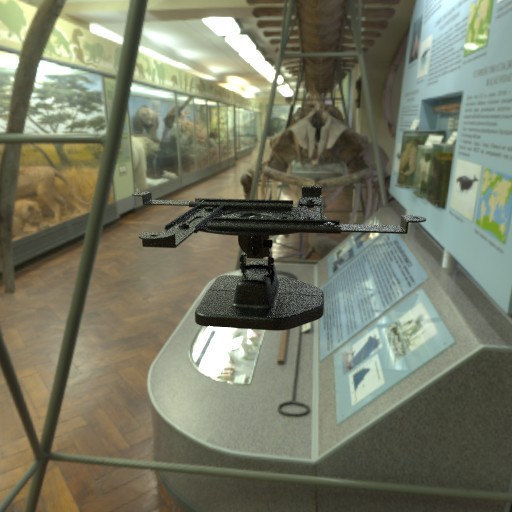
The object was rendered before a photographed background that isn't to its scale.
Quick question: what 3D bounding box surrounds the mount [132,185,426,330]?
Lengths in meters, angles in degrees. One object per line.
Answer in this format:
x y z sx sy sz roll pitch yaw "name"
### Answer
0.000 0.000 0.595 0.394 0.141 0.394 2 16 7 "mount"
